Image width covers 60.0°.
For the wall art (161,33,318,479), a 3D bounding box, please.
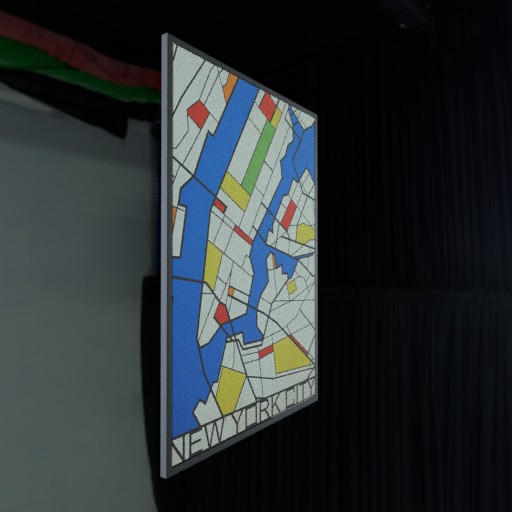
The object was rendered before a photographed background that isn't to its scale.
[{"bbox_3d":[0.000,0.000,0.840,0.013,0.657,0.457,-1,-1,37],"label":"wall art"}]
